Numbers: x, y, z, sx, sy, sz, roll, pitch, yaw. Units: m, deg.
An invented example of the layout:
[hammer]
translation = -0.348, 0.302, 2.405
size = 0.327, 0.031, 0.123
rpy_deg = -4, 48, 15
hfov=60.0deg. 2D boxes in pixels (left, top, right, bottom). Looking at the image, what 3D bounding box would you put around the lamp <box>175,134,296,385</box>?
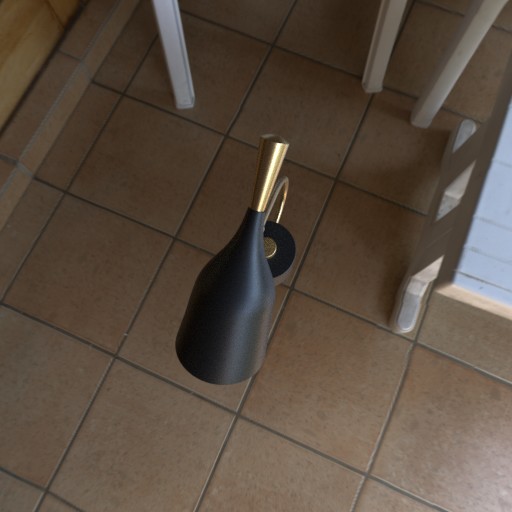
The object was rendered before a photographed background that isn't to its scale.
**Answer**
[lamp]
translation = 0.000, 0.000, 0.621
size = 0.110, 0.464, 0.352
rpy_deg = 17, 76, 4
